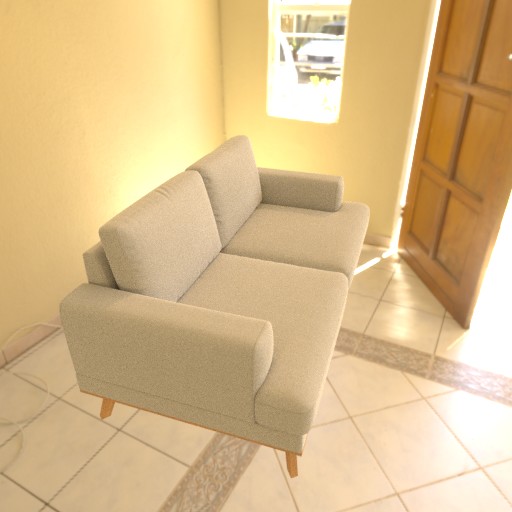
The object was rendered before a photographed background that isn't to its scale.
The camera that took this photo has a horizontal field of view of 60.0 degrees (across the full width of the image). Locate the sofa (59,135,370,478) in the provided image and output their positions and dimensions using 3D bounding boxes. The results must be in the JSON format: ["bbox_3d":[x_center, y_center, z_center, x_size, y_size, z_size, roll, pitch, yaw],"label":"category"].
[{"bbox_3d":[0.000,0.000,2.115,0.915,0.810,1.651,10,31,16],"label":"sofa"}]
